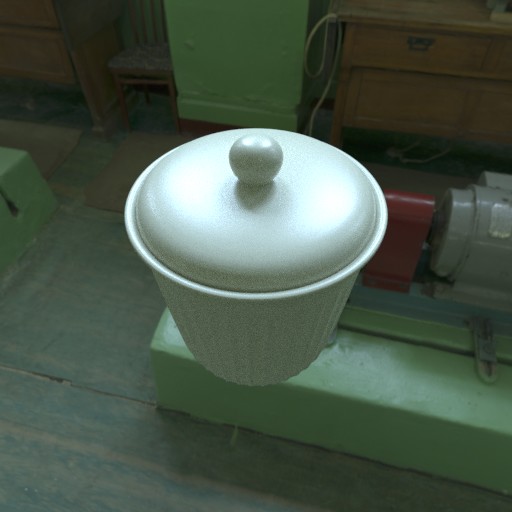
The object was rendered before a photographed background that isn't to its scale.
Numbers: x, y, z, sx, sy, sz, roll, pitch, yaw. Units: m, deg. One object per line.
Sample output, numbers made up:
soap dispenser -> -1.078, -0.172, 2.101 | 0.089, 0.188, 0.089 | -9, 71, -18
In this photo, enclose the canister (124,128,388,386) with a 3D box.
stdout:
canister -> 0.000, 0.000, 0.353 | 0.181, 0.211, 0.181 | 0, 46, 0
